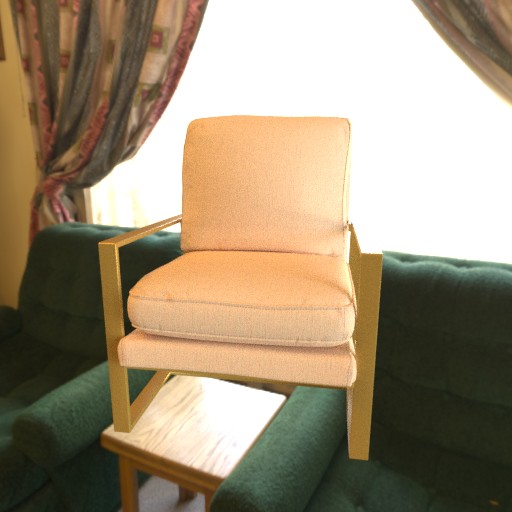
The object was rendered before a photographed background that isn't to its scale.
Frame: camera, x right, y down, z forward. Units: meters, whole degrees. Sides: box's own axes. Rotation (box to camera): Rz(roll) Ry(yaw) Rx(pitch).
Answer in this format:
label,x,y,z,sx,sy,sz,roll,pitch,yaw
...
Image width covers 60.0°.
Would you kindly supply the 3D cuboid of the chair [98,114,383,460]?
label,x,y,z,sx,sy,sz,roll,pitch,yaw
chair,0.000,0.000,1.523,0.758,0.956,0.813,2,15,10
